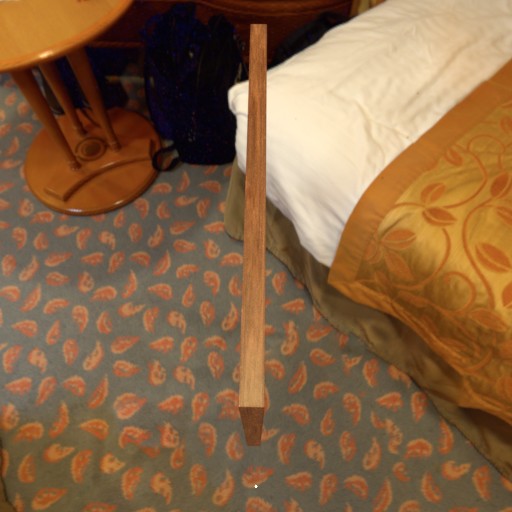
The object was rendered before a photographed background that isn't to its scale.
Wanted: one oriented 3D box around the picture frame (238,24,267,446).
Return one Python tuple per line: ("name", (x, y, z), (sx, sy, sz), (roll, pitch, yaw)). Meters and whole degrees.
("picture frame", (0.000, 0.000, 0.750), (0.025, 0.457, 0.559), (1, 63, 0))
